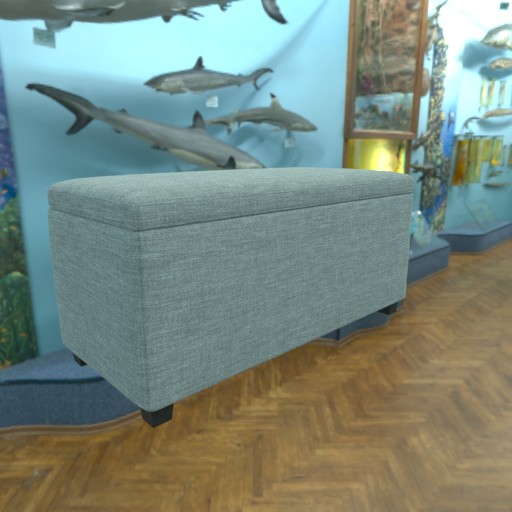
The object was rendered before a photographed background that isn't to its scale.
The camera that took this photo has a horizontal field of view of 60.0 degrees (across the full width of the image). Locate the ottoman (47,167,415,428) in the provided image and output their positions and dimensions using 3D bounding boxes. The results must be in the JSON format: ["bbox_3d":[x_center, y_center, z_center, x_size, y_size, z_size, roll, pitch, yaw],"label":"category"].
[{"bbox_3d":[0.000,0.000,1.149,0.902,0.432,0.419,-13,19,-42],"label":"ottoman"}]
